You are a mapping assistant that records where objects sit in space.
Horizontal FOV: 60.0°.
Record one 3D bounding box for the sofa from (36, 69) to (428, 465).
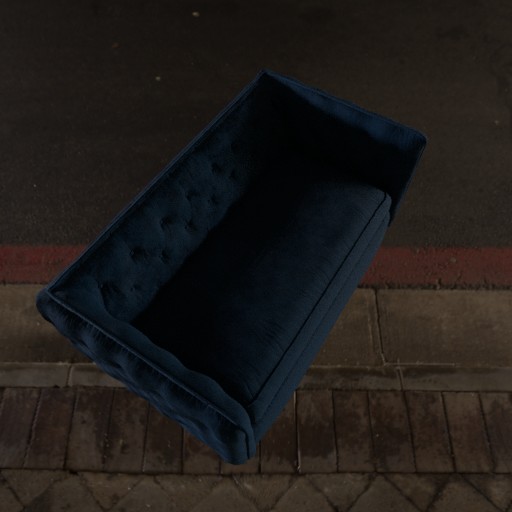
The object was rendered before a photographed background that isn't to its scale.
[{"bbox_3d":[0.000,0.000,2.085,0.909,0.810,1.583,29,63,16],"label":"sofa"}]
